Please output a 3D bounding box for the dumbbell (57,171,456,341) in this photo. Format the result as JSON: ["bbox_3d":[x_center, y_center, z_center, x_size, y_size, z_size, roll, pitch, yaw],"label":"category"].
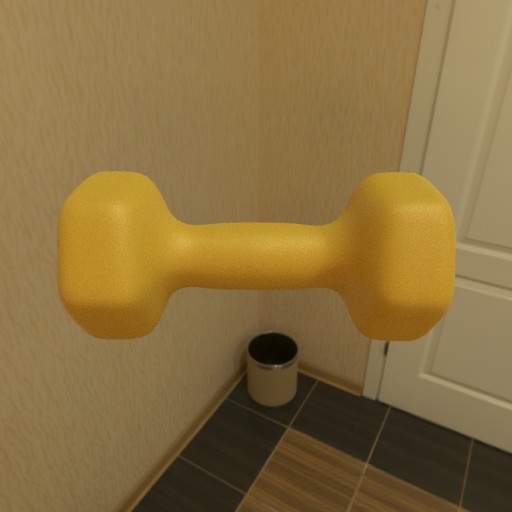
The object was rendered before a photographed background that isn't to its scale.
[{"bbox_3d":[0.000,0.000,0.234,0.190,0.082,0.090,1,30,1],"label":"dumbbell"}]
